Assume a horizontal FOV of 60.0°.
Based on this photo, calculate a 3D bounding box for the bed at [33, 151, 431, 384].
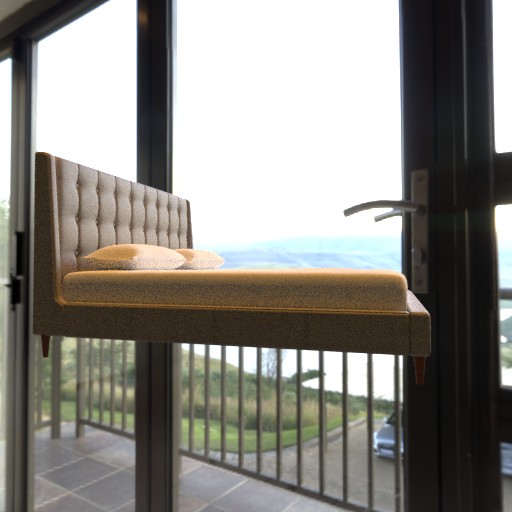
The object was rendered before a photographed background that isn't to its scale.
[{"bbox_3d":[0.000,0.000,3.413,2.342,1.289,2.062,0,-1,17],"label":"bed"}]
